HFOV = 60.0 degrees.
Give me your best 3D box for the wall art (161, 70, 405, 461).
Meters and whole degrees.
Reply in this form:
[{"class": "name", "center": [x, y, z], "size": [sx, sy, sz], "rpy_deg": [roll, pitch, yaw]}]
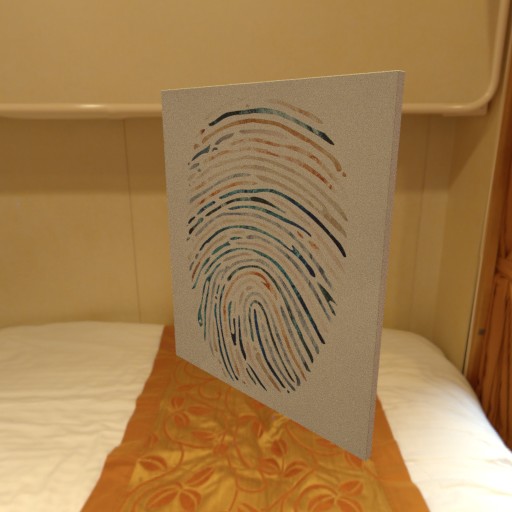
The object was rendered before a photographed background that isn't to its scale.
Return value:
[{"class": "wall art", "center": [0.000, 0.000, 0.973], "size": [0.609, 0.710, 0.021], "rpy_deg": [15, 22, 41]}]
